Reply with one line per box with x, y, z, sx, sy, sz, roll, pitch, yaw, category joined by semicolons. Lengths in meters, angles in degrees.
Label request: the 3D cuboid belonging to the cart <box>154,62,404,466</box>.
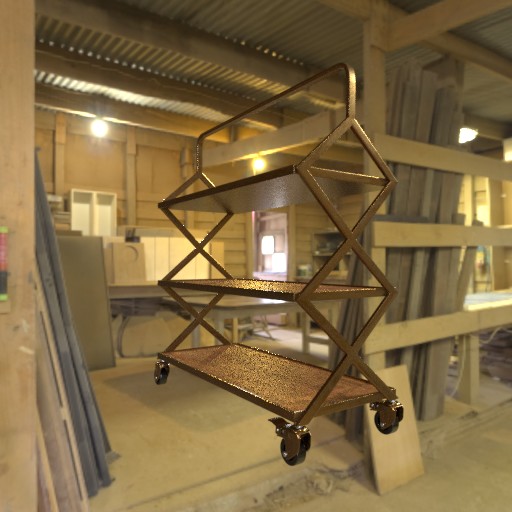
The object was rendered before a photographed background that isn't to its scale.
0.000;0.000;1.198;0.313;0.805;0.723;0;-1;-34;cart
